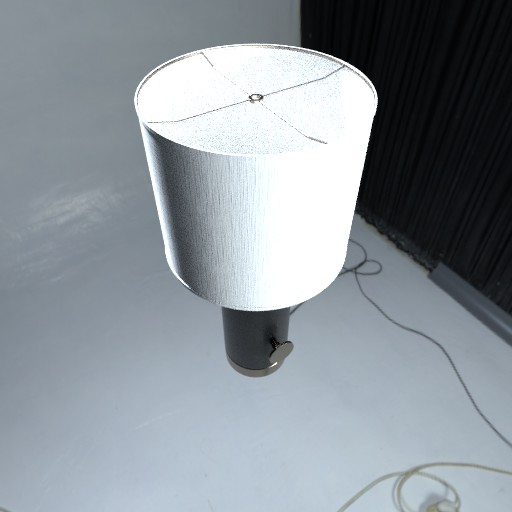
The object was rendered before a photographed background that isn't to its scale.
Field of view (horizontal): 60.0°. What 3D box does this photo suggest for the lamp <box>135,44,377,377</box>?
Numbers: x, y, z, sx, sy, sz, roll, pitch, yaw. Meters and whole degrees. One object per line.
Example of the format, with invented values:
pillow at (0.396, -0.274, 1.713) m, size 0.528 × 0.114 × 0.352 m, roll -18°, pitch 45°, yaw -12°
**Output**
lamp at (0.000, 0.000, 0.620) m, size 0.241 × 0.482 × 0.240 m, roll -24°, pitch 51°, yaw -22°
